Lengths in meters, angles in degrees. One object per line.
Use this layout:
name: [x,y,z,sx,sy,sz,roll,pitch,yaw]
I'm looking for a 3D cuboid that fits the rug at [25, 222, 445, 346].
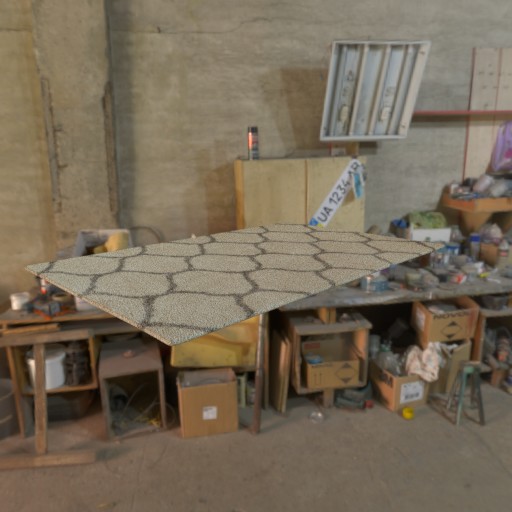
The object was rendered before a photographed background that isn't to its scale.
rug: [0.000,0.000,2.886,1.501,0.024,2.348,13,19,43]
